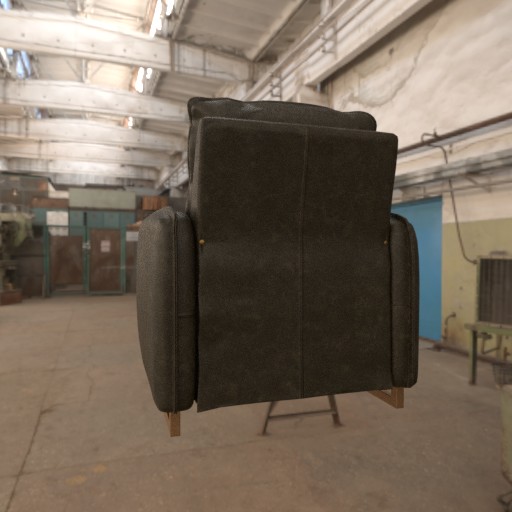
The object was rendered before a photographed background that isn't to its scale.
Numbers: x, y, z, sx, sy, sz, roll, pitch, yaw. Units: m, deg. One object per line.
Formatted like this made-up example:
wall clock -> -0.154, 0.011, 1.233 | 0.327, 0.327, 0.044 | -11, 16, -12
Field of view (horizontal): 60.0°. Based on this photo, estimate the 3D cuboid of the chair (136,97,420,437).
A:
chair -> 0.000, 0.000, 1.617 | 0.830, 0.921, 0.921 | 0, 1, -17
